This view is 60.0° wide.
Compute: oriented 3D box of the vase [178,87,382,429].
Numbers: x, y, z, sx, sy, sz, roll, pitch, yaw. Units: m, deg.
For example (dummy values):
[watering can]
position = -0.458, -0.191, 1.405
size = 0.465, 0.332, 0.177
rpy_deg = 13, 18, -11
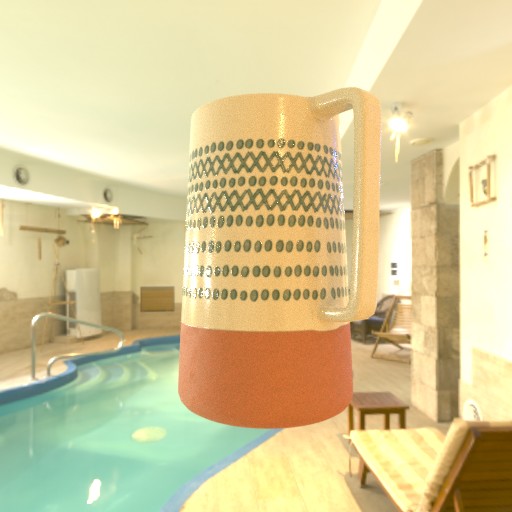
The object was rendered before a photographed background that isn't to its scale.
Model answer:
[vase]
position = 0.000, 0.000, 0.447
size = 0.168, 0.247, 0.326
rpy_deg = 0, -1, 0
